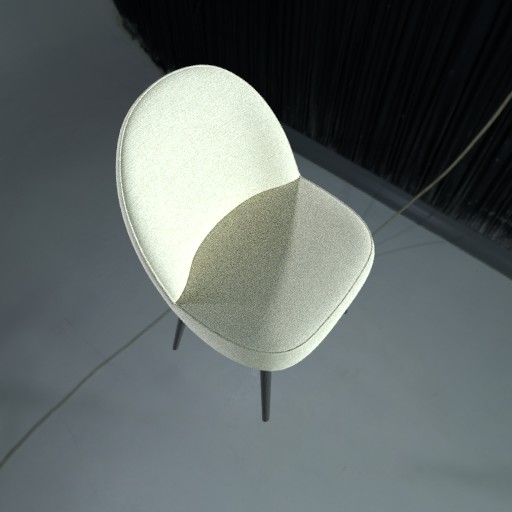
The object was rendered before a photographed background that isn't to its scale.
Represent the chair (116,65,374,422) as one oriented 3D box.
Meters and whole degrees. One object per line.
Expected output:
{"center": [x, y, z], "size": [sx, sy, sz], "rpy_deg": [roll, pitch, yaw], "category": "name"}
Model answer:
{"center": [0.000, 0.000, 1.167], "size": [0.540, 0.838, 0.532], "rpy_deg": [33, 62, 20], "category": "chair"}
